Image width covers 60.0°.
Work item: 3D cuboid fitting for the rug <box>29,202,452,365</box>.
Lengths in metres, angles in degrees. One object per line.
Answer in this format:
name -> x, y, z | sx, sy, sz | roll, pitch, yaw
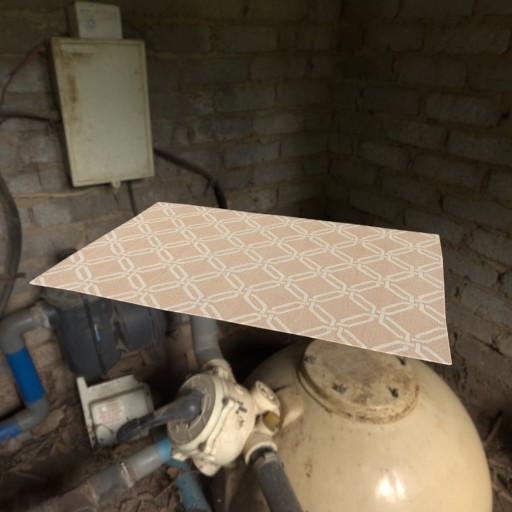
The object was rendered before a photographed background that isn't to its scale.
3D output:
rug -> 0.000, 0.000, 2.188 | 1.745, 0.010, 1.146 | 8, 27, 16
